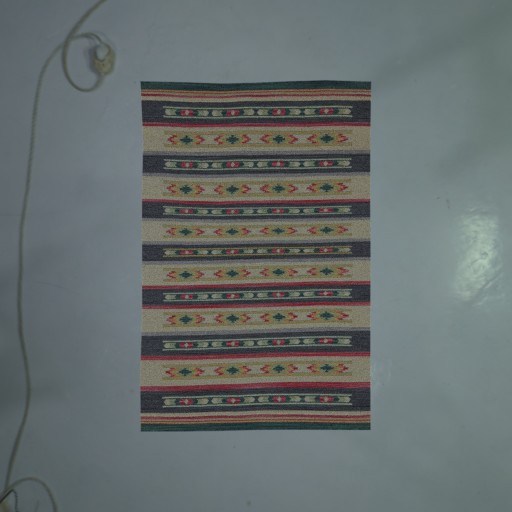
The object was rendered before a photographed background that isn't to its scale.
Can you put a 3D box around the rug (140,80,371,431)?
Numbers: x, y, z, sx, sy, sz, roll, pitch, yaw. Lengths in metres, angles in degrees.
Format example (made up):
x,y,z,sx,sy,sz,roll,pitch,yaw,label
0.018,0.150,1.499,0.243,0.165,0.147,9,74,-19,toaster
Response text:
x,y,z,sx,sy,sz,roll,pitch,yaw,label
0.000,0.000,2.917,1.522,0.010,2.311,0,90,-1,rug
